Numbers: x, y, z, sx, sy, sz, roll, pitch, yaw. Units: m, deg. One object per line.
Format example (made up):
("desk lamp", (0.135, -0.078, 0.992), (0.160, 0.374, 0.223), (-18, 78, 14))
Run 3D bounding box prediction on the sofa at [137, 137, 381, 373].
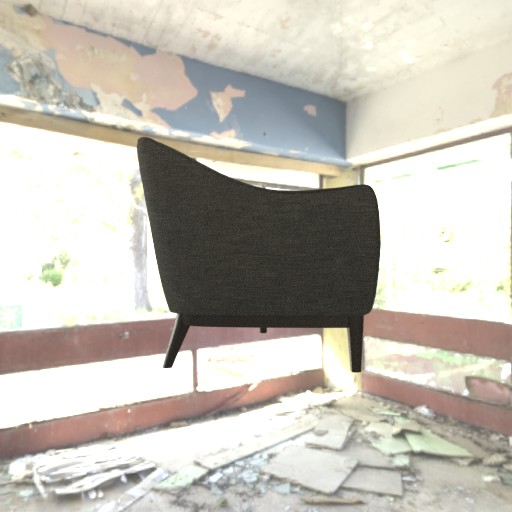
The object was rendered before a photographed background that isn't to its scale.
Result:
("sofa", (0.000, 0.000, 2.401), (0.867, 0.829, 1.928), (0, -1, 1))
